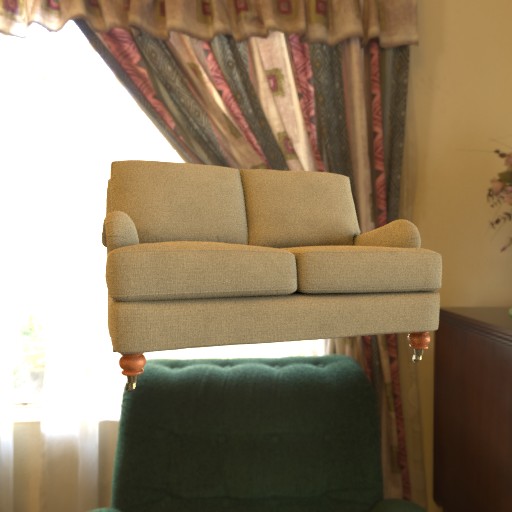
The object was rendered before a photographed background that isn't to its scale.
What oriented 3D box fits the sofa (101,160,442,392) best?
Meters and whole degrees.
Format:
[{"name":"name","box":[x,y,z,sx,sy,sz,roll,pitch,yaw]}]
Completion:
[{"name":"sofa","box":[0.000,0.000,2.247,1.480,0.999,1.087,0,0,-20]}]
